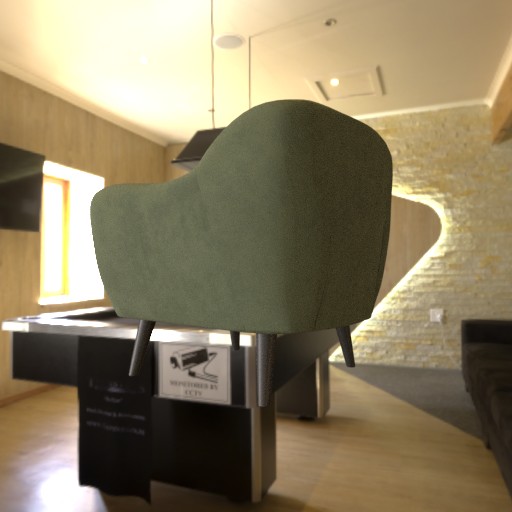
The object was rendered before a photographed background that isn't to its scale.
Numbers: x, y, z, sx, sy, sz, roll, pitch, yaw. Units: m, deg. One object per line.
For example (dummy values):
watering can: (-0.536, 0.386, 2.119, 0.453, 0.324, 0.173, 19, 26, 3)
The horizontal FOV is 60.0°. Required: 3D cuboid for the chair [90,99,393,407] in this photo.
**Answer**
chair: (0.000, 0.000, 1.537, 0.819, 0.804, 0.840, -1, -1, 36)
